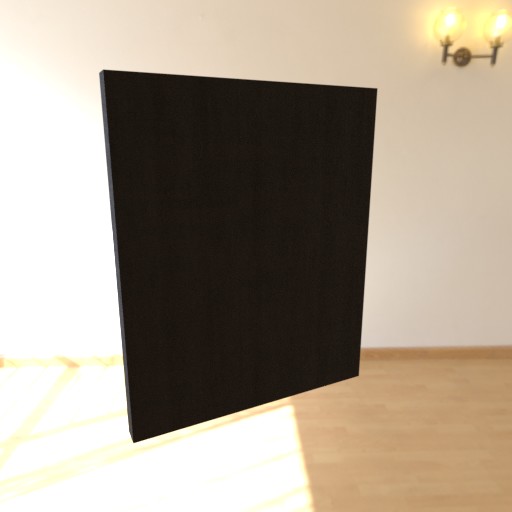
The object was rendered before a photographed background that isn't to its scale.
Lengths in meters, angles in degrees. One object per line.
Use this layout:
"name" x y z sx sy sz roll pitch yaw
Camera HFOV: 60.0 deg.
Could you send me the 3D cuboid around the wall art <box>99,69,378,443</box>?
"wall art" 0.000 0.000 0.749 0.455 0.552 0.034 -7 16 -26
